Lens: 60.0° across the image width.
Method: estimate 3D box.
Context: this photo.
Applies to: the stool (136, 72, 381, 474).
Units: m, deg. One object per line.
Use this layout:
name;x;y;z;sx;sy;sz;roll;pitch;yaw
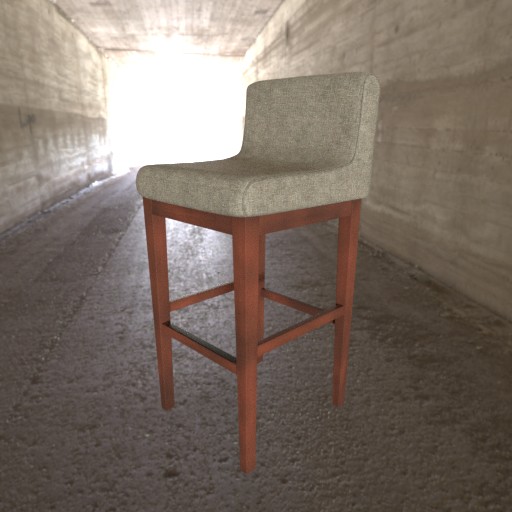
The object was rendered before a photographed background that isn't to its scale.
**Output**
stool;0.000;0.000;1.242;0.499;0.965;0.426;-16;23;-42
